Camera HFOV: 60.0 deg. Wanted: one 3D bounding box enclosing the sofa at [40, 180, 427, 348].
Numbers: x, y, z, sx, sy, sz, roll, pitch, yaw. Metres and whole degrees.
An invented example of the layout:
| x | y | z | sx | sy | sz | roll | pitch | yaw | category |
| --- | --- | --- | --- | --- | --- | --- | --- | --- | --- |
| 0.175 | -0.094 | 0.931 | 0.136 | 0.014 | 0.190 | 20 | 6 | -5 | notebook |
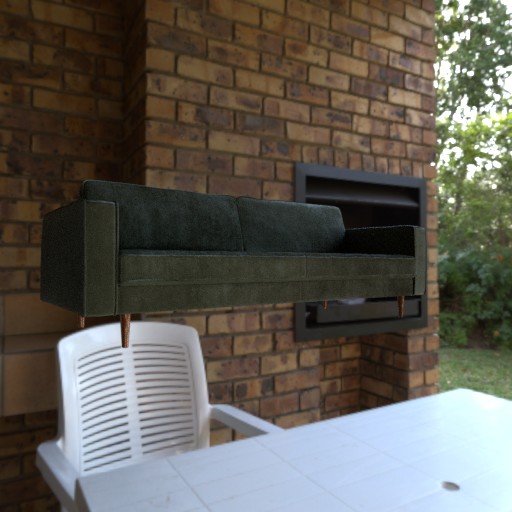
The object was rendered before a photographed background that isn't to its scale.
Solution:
| x | y | z | sx | sy | sz | roll | pitch | yaw | category |
| --- | --- | --- | --- | --- | --- | --- | --- | --- | --- |
| 0.000 | 0.000 | 2.627 | 2.214 | 0.781 | 0.886 | 1 | -1 | -35 | sofa |
